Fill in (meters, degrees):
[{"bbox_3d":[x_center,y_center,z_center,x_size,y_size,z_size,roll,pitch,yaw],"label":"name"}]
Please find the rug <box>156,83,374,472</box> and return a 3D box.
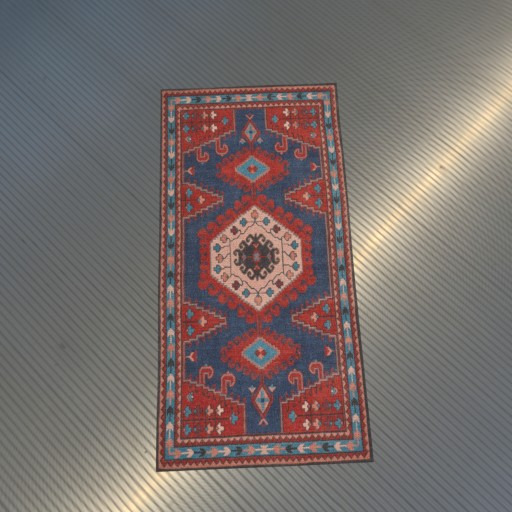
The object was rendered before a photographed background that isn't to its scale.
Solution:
[{"bbox_3d":[0.000,0.000,3.450,1.522,0.034,3.032,-2,76,-1],"label":"rug"}]
